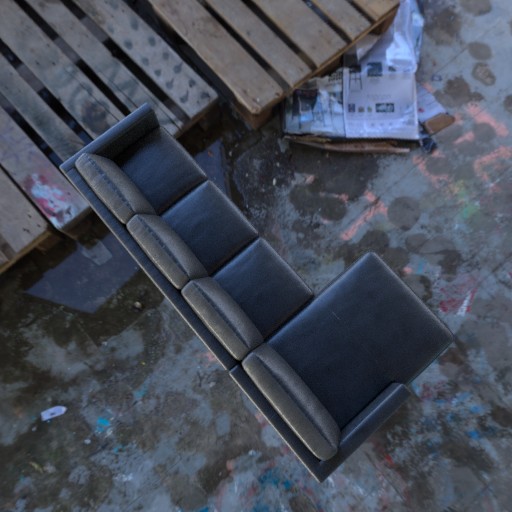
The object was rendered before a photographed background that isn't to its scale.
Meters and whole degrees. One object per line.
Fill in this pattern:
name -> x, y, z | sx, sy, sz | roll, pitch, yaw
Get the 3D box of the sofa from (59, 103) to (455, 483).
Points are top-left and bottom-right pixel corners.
sofa -> 0.000, 0.000, 3.799 | 1.581, 0.883, 3.203 | -40, 79, -9
